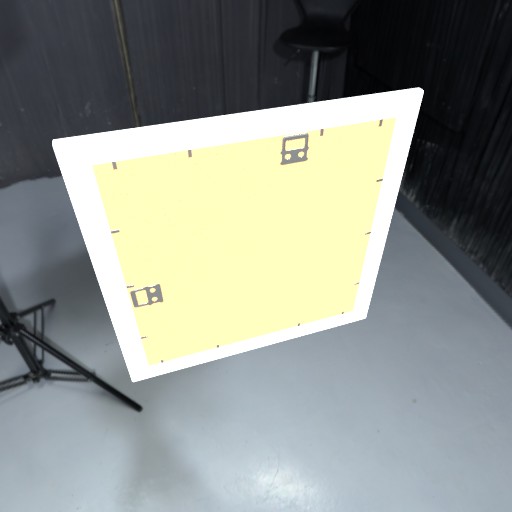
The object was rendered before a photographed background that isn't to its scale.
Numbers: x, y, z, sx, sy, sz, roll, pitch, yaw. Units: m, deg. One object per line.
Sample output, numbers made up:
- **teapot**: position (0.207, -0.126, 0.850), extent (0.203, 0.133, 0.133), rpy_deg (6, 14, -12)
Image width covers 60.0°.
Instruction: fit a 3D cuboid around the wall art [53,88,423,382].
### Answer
- **wall art**: position (0.000, 0.000, 0.866), extent (0.584, 0.584, 0.013), rpy_deg (-13, 44, -14)
